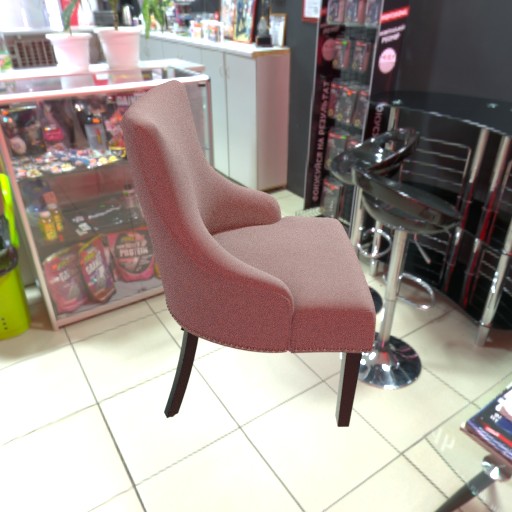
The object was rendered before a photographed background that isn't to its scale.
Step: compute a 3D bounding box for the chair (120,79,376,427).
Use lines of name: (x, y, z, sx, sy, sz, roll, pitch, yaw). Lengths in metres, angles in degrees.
chair: (0.000, 0.000, 1.312, 0.629, 0.909, 0.566, 0, 31, -1)
